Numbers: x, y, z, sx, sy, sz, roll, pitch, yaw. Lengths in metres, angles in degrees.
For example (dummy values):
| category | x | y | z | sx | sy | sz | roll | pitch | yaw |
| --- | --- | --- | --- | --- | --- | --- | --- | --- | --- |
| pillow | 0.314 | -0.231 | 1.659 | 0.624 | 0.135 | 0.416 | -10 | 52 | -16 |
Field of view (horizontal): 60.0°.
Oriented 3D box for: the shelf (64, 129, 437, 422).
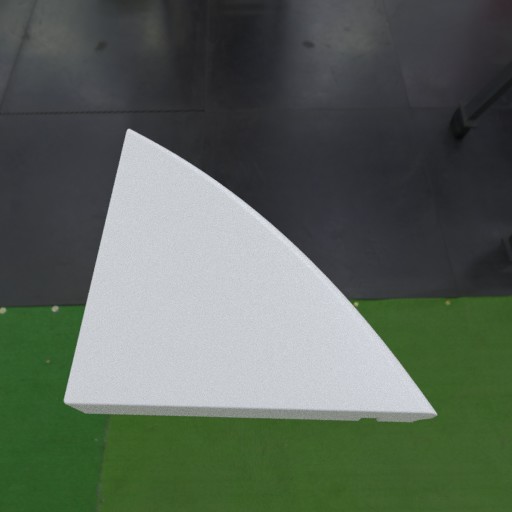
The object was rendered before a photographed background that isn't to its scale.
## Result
| category | x | y | z | sx | sy | sz | roll | pitch | yaw |
| --- | --- | --- | --- | --- | --- | --- | --- | --- | --- |
| shelf | 0.000 | 0.000 | 0.457 | 0.310 | 0.050 | 0.310 | 1 | 62 | 1 |
